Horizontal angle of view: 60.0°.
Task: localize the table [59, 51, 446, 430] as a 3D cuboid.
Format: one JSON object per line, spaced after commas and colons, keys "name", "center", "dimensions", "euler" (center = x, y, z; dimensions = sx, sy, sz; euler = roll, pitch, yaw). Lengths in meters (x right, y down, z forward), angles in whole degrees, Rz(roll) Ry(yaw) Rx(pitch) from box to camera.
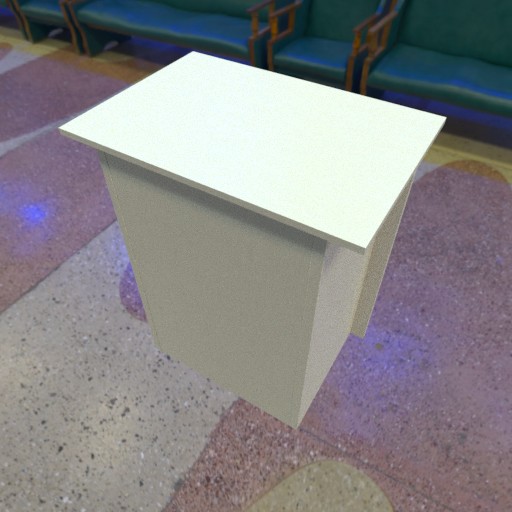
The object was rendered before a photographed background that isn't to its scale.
{"name": "table", "center": [0.000, 0.000, 1.072], "dimensions": [0.589, 0.711, 0.406], "euler": [24, 51, 21]}
